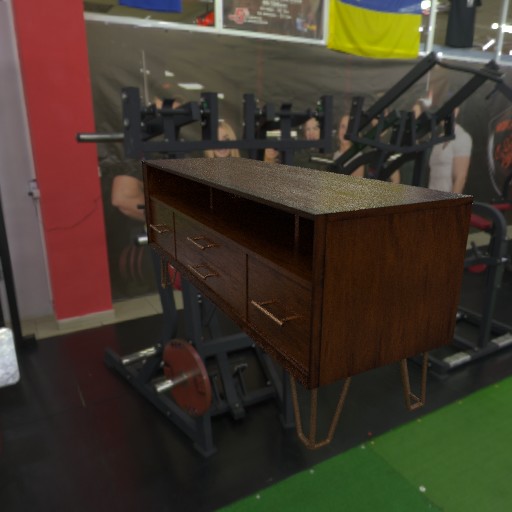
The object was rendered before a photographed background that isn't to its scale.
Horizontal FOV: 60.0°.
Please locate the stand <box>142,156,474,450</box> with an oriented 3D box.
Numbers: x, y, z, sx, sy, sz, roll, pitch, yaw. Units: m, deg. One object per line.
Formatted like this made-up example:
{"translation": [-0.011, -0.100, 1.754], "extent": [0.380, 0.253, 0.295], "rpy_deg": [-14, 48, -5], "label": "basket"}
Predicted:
{"translation": [0.000, 0.000, 1.643], "extent": [0.481, 0.610, 1.372], "rpy_deg": [-9, 19, -26], "label": "stand"}
